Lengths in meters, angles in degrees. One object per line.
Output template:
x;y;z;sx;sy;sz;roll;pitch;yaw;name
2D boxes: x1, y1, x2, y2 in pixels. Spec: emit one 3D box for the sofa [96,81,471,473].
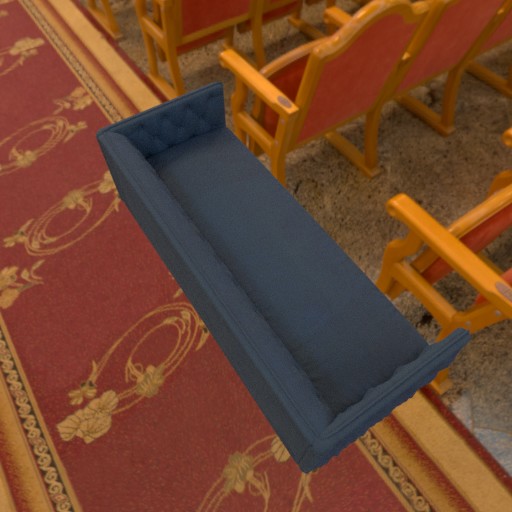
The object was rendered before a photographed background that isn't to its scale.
0.000;0.000;2.609;0.895;0.771;2.209;-30;62;-17;sofa
